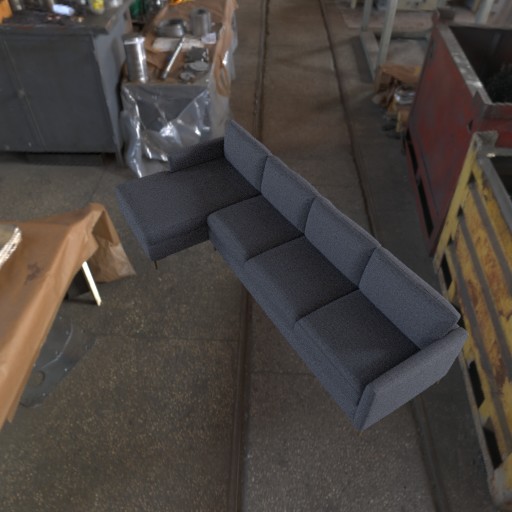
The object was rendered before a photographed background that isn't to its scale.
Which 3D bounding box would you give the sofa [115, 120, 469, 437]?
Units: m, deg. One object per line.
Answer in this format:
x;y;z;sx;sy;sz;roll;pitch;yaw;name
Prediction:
0.000;0.000;2.910;1.125;0.673;2.445;-23;50;-22;sofa
